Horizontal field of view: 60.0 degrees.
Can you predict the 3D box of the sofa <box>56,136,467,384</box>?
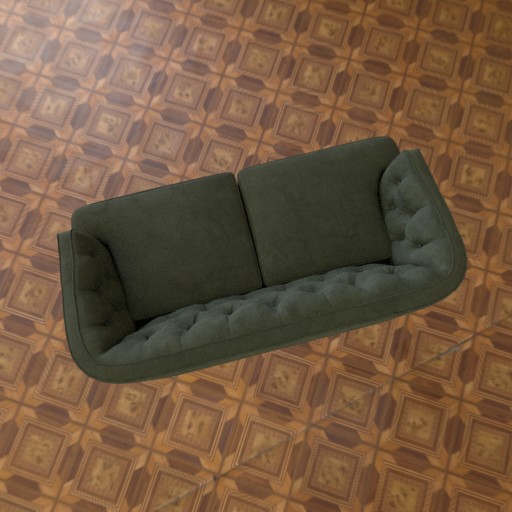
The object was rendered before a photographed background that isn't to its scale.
[{"bbox_3d":[0.000,0.000,2.225,1.733,0.855,0.941,-14,77,-3],"label":"sofa"}]
